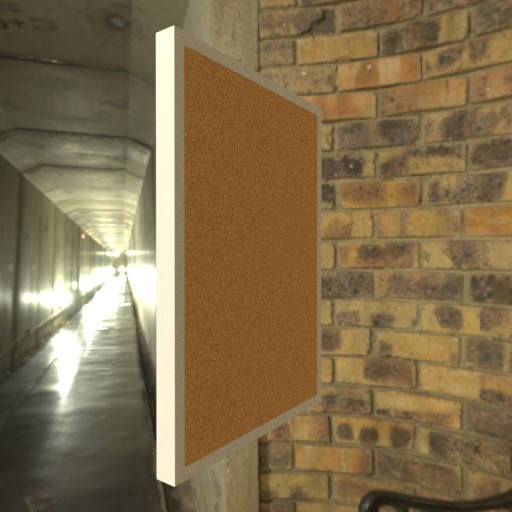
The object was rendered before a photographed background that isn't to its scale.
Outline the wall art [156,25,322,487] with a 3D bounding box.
[{"bbox_3d":[0.000,0.000,0.824,0.038,0.657,0.450,0,1,36],"label":"wall art"}]
